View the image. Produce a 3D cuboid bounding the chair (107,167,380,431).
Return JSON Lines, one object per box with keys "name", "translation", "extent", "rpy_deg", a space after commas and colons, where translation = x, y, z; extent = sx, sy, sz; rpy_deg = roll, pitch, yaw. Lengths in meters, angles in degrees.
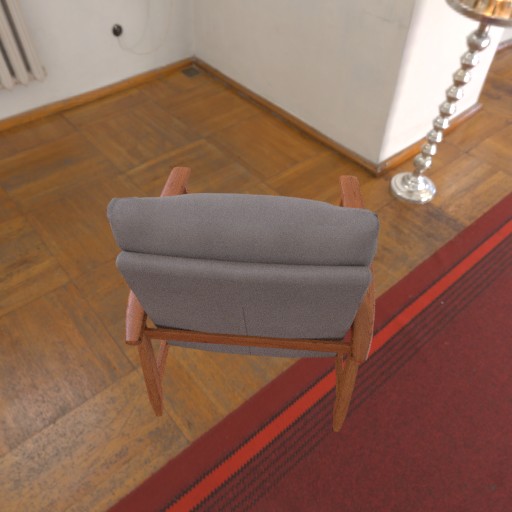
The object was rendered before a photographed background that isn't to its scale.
{"name": "chair", "translation": [0.000, 0.000, 1.530], "extent": [0.782, 0.922, 0.816], "rpy_deg": [4, 48, 3]}
